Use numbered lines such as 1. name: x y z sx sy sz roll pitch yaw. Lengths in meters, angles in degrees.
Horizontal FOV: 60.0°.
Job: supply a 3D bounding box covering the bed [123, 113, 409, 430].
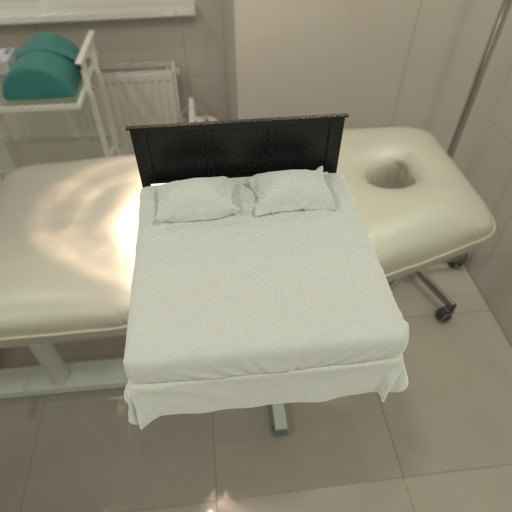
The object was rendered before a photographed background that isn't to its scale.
1. bed: 0.000 0.000 3.703 2.315 1.271 2.219 -5 47 -4
